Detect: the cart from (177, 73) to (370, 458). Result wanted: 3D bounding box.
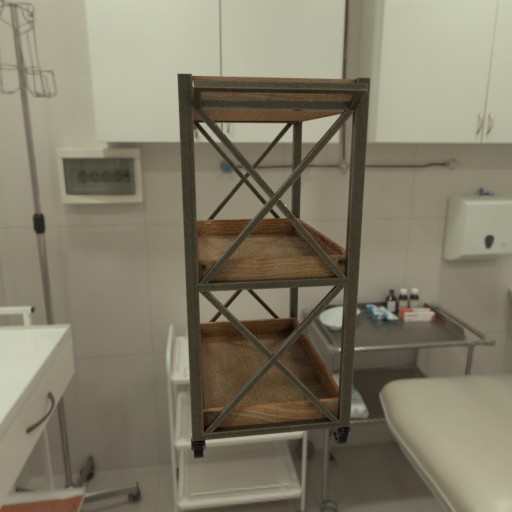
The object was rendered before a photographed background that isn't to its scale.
[{"bbox_3d":[0.000,0.000,1.200,0.377,0.835,0.673,-2,14,-8],"label":"cart"}]
